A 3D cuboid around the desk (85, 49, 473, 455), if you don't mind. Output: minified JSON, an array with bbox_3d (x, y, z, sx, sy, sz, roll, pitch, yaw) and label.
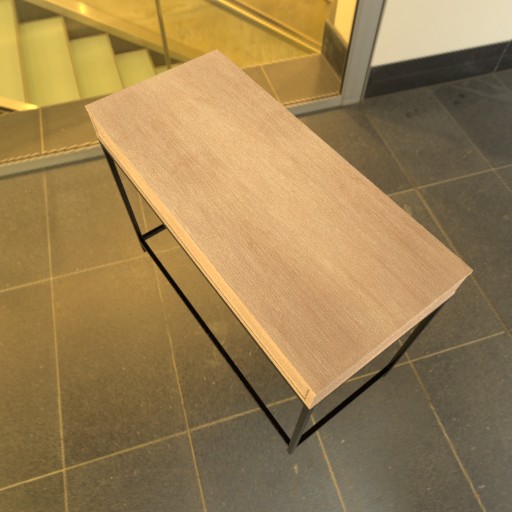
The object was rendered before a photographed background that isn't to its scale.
[{"bbox_3d":[0.000,0.000,1.449,0.470,0.762,1.016,-32,63,-18],"label":"desk"}]
